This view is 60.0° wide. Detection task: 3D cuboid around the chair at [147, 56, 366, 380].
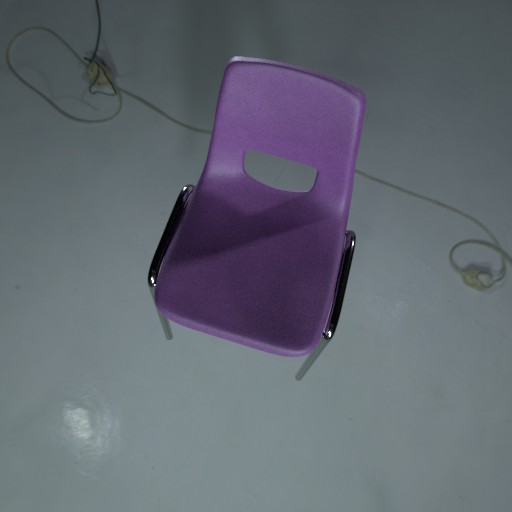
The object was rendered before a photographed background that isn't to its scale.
[{"bbox_3d":[0.000,0.000,0.912,0.381,0.654,0.432,16,77,4],"label":"chair"}]
